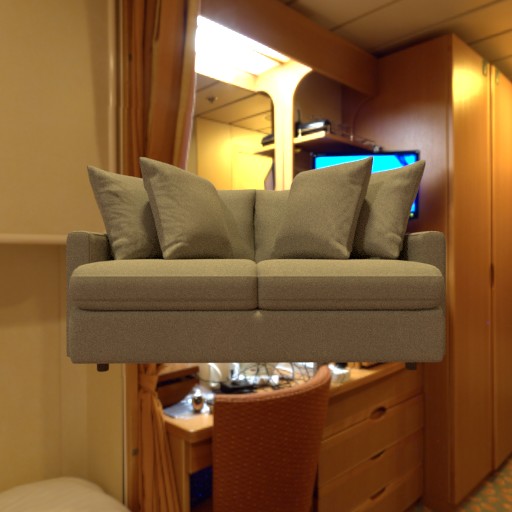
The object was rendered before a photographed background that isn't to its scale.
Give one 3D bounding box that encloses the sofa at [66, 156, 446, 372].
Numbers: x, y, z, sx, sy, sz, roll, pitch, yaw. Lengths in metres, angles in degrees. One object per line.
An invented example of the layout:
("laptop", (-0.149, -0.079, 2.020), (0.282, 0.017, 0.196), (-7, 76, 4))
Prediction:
("sofa", (0.000, 0.000, 2.608), (1.869, 1.080, 1.228), (0, 0, -1))
